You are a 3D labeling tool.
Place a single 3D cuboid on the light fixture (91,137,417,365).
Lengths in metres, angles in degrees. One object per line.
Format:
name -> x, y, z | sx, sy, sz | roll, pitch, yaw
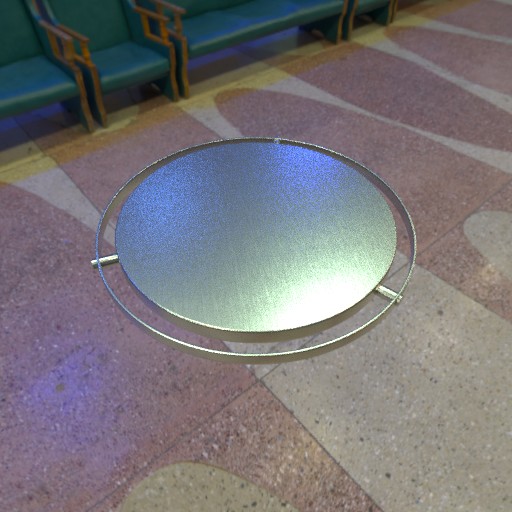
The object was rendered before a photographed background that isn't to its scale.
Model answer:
light fixture -> 0.000, 0.000, 0.556 | 0.361, 0.130, 0.361 | 0, 46, 0
